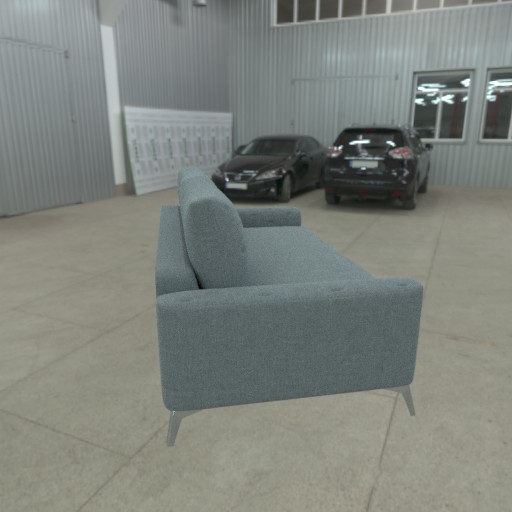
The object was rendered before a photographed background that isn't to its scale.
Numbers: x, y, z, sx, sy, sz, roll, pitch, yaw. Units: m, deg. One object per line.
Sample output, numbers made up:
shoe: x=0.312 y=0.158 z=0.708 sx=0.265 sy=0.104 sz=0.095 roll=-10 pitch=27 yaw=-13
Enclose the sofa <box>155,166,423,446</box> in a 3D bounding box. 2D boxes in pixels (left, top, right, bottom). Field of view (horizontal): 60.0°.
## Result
sofa: x=0.000 y=0.000 z=2.186 sx=0.920 sy=0.790 sz=1.650 roll=-3 pitch=16 yaw=-10
